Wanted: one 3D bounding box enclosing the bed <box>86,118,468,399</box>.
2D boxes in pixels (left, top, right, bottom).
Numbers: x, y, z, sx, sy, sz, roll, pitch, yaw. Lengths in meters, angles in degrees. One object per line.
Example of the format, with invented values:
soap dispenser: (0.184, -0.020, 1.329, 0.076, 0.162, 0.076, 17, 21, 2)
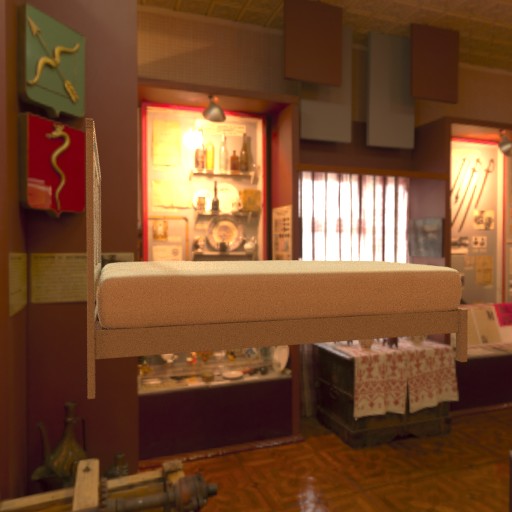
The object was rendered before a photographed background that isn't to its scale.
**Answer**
bed: (0.000, 0.000, 3.095, 2.135, 1.253, 1.673, 0, 1, -18)
